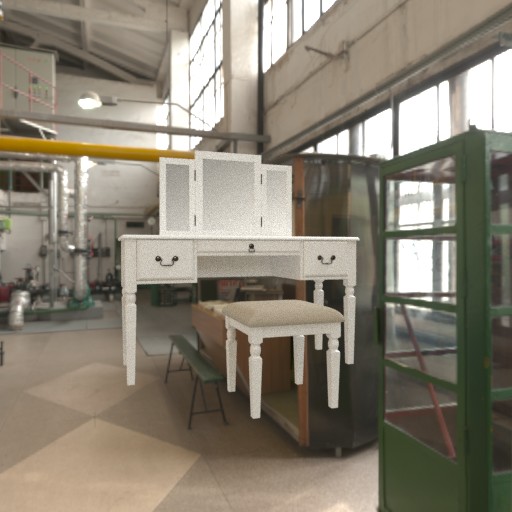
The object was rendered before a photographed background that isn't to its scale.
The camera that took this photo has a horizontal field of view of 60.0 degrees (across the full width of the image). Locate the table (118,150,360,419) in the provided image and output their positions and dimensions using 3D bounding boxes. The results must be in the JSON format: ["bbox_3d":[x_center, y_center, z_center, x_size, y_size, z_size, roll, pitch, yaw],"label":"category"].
[{"bbox_3d":[0.000,0.000,2.361,1.369,1.310,1.115,0,1,-19],"label":"table"}]
